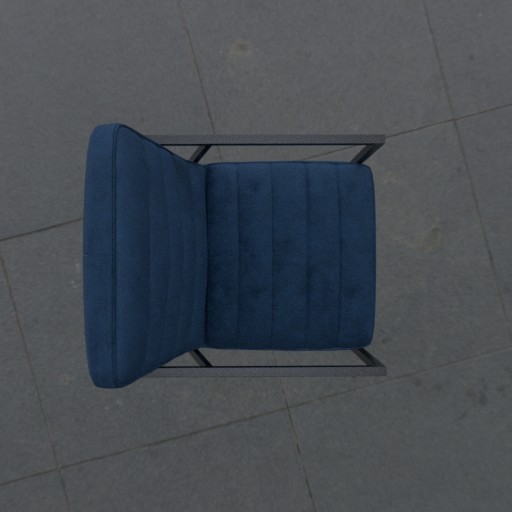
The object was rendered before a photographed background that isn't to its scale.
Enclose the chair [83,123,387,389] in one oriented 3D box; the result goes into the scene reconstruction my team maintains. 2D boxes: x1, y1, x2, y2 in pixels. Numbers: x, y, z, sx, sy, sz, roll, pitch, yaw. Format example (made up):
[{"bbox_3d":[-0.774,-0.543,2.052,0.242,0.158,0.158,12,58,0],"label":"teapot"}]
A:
[{"bbox_3d":[0.000,0.000,1.246,0.677,0.833,0.571,0,90,0],"label":"chair"}]
